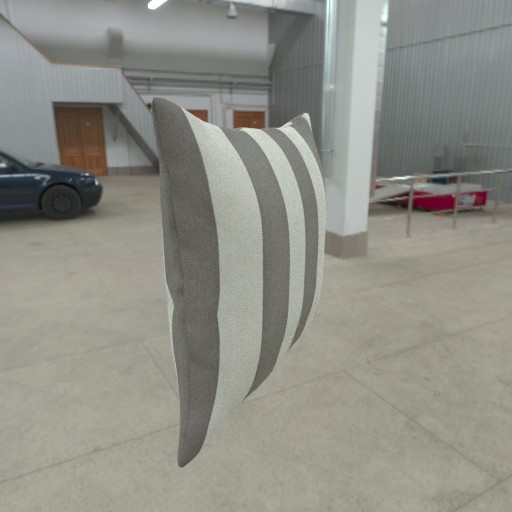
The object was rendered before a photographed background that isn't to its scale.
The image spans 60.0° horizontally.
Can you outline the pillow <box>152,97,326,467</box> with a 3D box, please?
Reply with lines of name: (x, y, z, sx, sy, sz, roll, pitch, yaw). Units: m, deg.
pillow: (0.000, 0.000, 0.794, 0.192, 0.507, 0.522, 8, 18, 25)
